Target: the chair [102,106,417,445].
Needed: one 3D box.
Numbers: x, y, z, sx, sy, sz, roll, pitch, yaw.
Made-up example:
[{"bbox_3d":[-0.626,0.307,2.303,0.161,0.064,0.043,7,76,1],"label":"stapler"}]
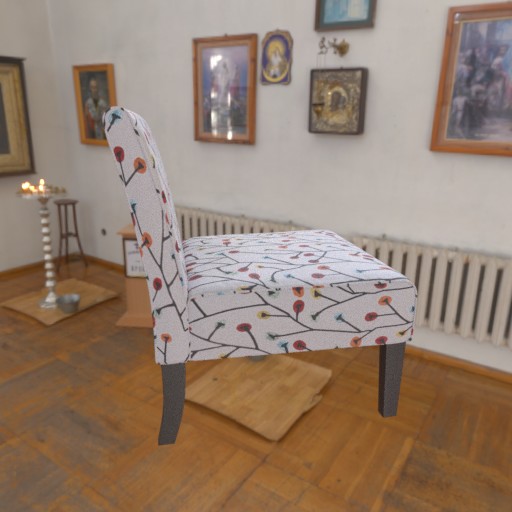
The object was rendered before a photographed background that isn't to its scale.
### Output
[{"bbox_3d":[0.000,0.000,1.315,0.732,0.813,0.597,-3,16,-11],"label":"chair"}]
